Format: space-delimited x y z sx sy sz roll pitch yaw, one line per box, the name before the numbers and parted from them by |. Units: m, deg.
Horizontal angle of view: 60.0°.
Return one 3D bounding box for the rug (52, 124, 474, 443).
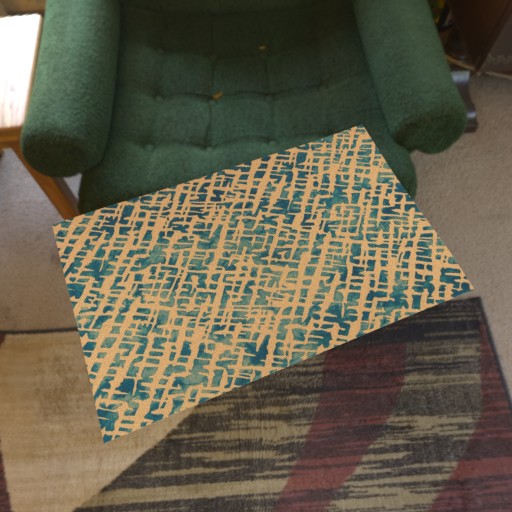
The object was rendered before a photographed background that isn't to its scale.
rug | 0.000 0.000 2.982 2.447 0.011 1.520 -20 65 -10
